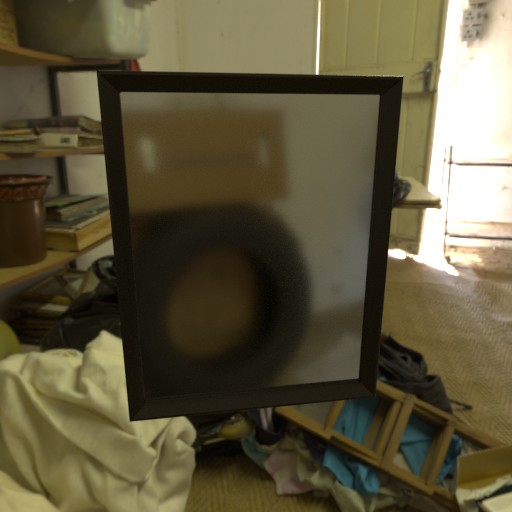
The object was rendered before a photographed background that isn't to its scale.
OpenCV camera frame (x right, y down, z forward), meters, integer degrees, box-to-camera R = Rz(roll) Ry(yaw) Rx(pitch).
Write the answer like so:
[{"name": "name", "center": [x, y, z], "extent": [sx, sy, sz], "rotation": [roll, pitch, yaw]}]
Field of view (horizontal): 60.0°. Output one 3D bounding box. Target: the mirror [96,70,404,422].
[{"name": "mirror", "center": [0.000, 0.000, 0.669], "extent": [0.406, 0.509, 0.041], "rotation": [-3, 17, -9]}]
